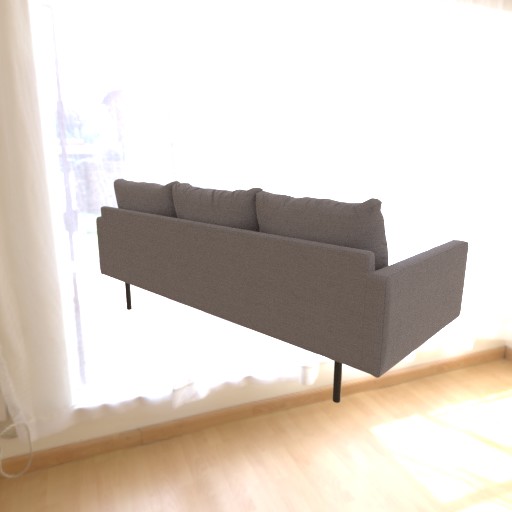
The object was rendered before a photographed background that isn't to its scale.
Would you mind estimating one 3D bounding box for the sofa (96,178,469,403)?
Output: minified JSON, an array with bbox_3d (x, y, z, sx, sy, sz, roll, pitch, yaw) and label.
[{"bbox_3d":[0.000,0.000,2.481,2.000,0.830,0.850,12,18,41],"label":"sofa"}]
